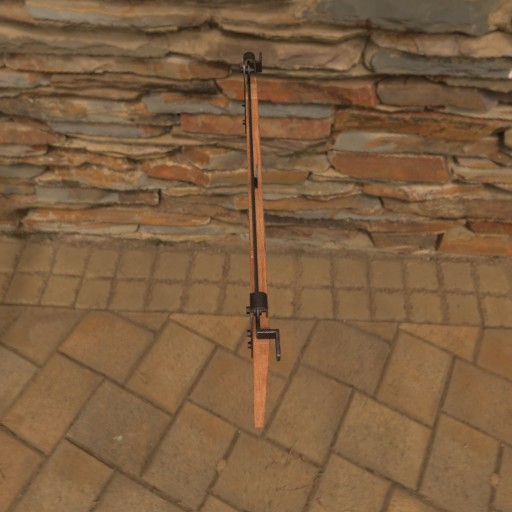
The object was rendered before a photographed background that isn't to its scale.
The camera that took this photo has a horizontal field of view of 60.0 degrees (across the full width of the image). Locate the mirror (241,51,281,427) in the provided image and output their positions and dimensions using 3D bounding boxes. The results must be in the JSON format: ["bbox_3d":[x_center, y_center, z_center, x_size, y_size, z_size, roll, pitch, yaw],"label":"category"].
[{"bbox_3d":[0.000,0.000,1.210,0.054,0.800,0.805,-2,58,-1],"label":"mirror"}]
